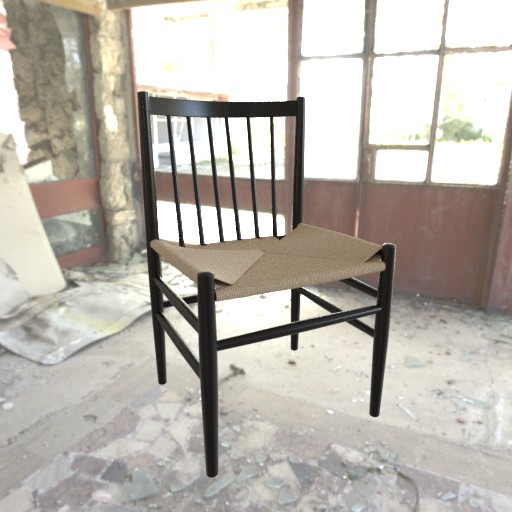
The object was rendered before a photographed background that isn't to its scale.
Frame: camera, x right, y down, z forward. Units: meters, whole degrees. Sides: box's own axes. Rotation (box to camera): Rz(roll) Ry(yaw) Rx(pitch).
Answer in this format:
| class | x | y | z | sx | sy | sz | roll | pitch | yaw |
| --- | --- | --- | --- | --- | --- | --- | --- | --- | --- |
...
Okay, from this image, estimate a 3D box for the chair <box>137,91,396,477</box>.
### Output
| class | x | y | z | sx | sy | sz | roll | pitch | yaw |
| --- | --- | --- | --- | --- | --- | --- | --- | --- | --- |
| chair | 0.000 | 0.000 | 1.163 | 0.495 | 0.818 | 0.516 | -8 | 18 | -26 |
